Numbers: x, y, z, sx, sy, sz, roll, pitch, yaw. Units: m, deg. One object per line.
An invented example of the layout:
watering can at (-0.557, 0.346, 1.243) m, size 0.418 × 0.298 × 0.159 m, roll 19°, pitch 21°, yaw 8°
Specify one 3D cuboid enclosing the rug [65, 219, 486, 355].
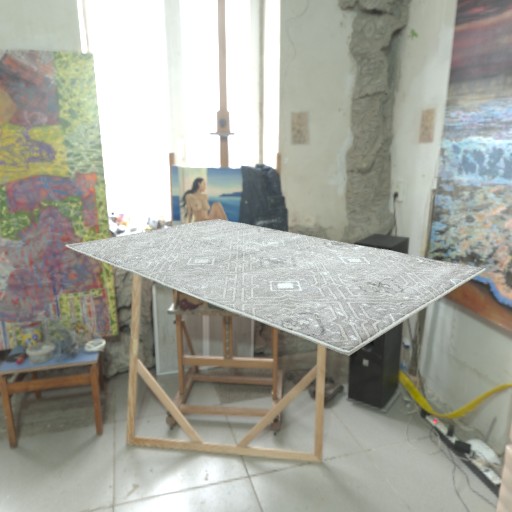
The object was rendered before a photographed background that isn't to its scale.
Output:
rug at (0.000, 0.000, 2.994) m, size 2.447 × 0.036 × 1.537 m, roll 14°, pitch 21°, yaw 42°
